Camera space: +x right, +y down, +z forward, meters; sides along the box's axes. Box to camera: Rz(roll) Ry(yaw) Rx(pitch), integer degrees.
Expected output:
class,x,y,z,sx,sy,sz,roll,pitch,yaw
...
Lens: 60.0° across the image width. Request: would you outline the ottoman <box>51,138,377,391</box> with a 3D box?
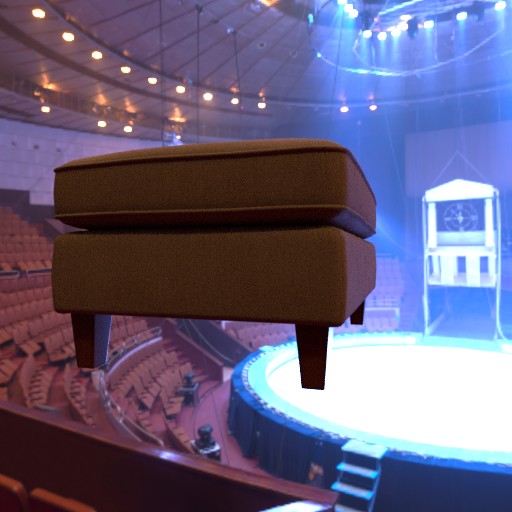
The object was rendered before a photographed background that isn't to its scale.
class,x,y,z,sx,sy,sz,roll,pitch,yaw
ottoman,0.000,0.000,1.265,0.636,0.480,0.941,0,0,18
